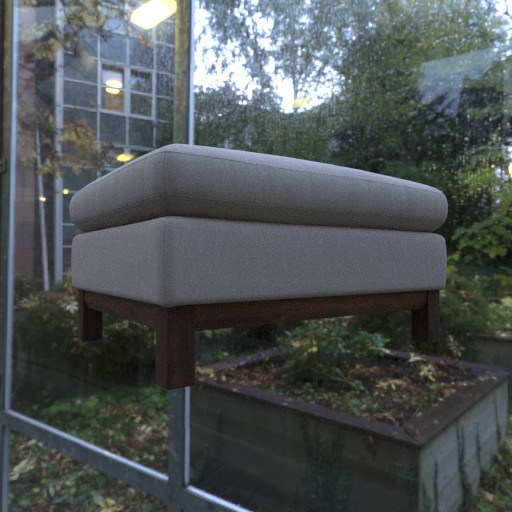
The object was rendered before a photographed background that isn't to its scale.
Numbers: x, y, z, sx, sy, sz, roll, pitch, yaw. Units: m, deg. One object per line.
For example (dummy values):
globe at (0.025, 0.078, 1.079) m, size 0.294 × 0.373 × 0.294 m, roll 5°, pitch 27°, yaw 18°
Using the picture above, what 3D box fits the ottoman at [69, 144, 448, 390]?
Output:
ottoman at (0.000, 0.000, 1.102) m, size 0.771 × 0.420 × 0.606 m, roll 1°, pitch -1°, yaw -35°
